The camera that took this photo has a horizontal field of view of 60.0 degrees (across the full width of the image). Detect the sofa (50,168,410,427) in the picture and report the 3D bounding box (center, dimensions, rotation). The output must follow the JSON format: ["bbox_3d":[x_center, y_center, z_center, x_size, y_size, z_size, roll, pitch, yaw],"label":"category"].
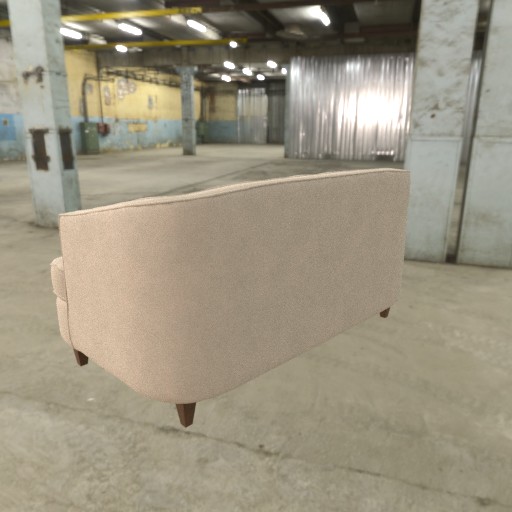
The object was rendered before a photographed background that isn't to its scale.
[{"bbox_3d":[0.000,0.000,2.248,1.731,0.878,0.940,-15,21,-43],"label":"sofa"}]
